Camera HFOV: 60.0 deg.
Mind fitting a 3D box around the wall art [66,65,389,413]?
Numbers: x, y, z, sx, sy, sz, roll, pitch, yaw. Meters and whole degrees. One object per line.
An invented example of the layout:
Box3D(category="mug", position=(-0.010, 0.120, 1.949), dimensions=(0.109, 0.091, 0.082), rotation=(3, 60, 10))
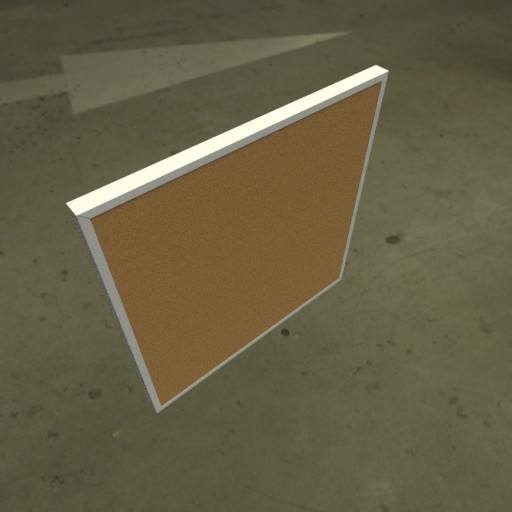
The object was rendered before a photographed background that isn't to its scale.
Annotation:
Box3D(category="wall art", position=(0.000, 0.000, 1.147), dimensions=(0.762, 0.762, 0.038), rotation=(-32, 55, -25))
